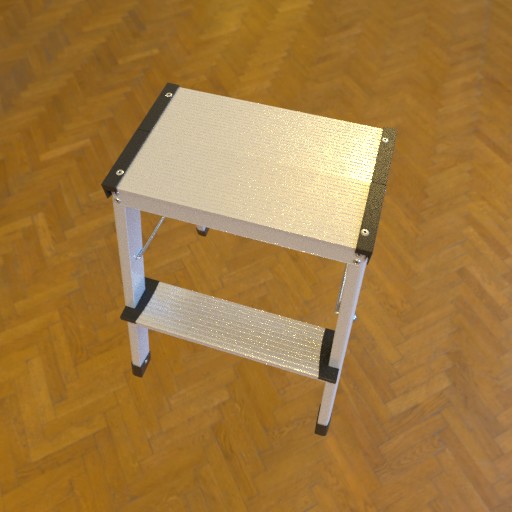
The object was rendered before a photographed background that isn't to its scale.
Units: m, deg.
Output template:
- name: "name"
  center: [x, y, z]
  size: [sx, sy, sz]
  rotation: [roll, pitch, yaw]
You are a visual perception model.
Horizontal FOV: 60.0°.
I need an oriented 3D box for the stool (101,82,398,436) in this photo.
- name: "stool"
  center: [0.000, 0.000, 0.766]
  size: [0.404, 0.480, 0.405]
  rotation: [15, 59, 9]
